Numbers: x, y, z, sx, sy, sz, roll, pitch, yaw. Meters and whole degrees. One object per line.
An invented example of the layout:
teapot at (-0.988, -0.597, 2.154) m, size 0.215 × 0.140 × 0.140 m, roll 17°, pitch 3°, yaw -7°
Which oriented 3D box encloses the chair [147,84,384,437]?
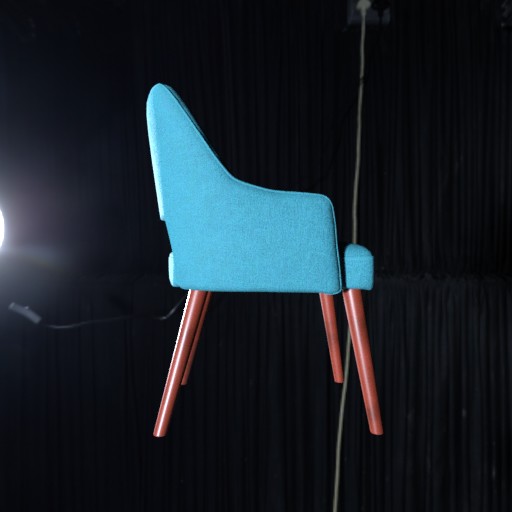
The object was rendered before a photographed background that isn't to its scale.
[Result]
chair at (0.000, 0.000, 1.267) m, size 0.605 × 0.849 × 0.548 m, roll 0°, pitch 1°, yaw -2°
